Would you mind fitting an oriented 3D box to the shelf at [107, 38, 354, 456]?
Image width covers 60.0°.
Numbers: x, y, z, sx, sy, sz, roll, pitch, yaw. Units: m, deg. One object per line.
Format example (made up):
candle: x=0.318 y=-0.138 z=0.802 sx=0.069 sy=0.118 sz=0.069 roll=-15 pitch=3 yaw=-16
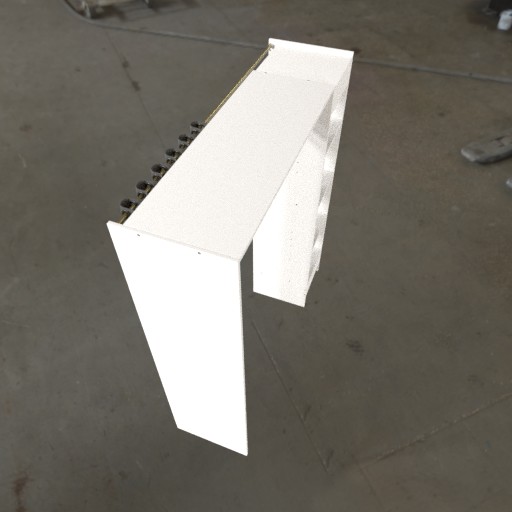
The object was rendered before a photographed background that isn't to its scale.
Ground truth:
shelf: x=0.000 y=0.000 z=2.601 sx=0.500 sy=1.810 sz=1.600 roll=16 pitch=50 yaw=14
